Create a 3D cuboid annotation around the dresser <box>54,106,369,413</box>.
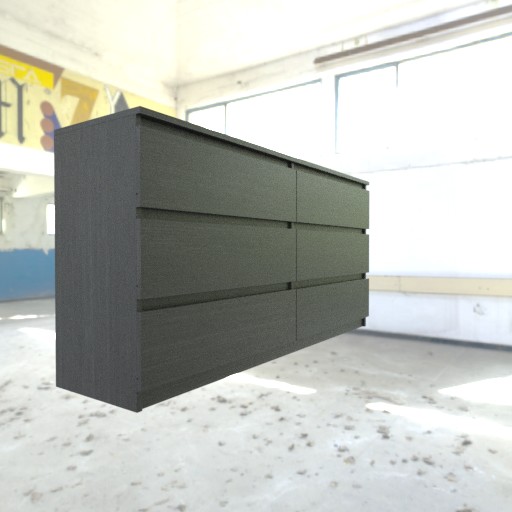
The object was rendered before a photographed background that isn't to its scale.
[{"bbox_3d":[0.000,0.000,1.905,0.400,0.795,1.590,1,1,35],"label":"dresser"}]
